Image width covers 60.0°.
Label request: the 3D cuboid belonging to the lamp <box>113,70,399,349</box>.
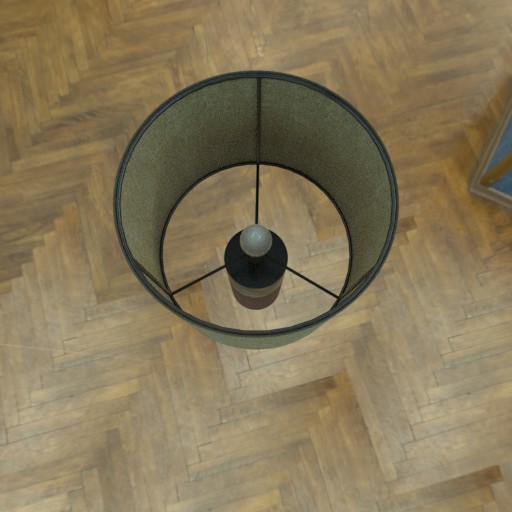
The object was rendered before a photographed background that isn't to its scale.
[{"bbox_3d":[0.000,0.000,0.482,0.202,0.350,0.202,0,75,0],"label":"lamp"}]
